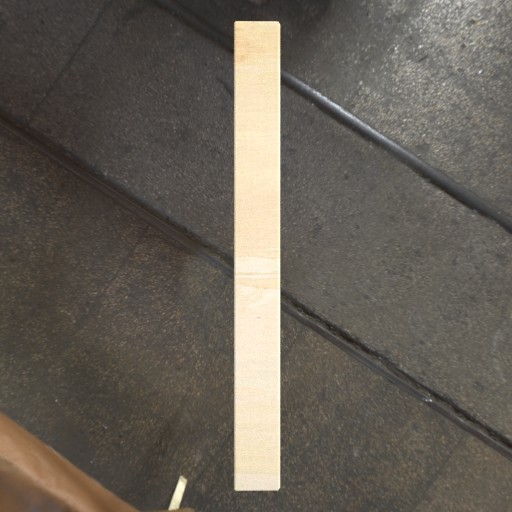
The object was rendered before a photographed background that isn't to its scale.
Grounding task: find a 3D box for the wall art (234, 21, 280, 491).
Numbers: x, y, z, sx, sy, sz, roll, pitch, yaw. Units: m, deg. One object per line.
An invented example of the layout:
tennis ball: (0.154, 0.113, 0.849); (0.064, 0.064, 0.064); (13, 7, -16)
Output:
wall art: (0.000, 0.000, 0.487); (0.037, 0.251, 0.383); (0, 90, 0)
